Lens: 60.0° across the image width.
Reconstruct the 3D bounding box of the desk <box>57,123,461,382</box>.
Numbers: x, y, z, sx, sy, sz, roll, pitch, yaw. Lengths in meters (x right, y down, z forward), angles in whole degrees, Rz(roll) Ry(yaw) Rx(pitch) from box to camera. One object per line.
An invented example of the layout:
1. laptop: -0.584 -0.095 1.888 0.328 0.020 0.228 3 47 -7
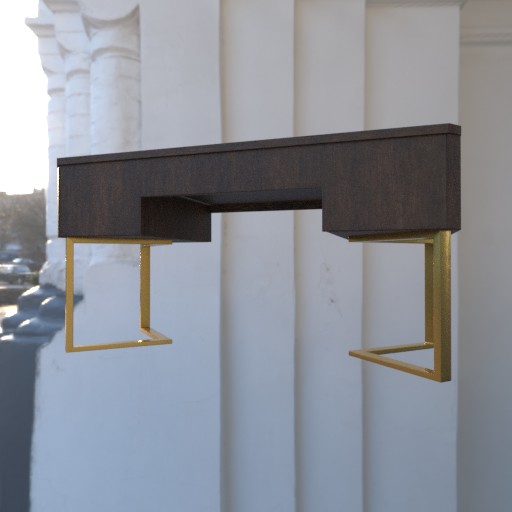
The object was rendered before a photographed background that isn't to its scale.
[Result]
1. desk: 0.000 0.000 1.828 1.479 0.762 0.684 0 -1 18
